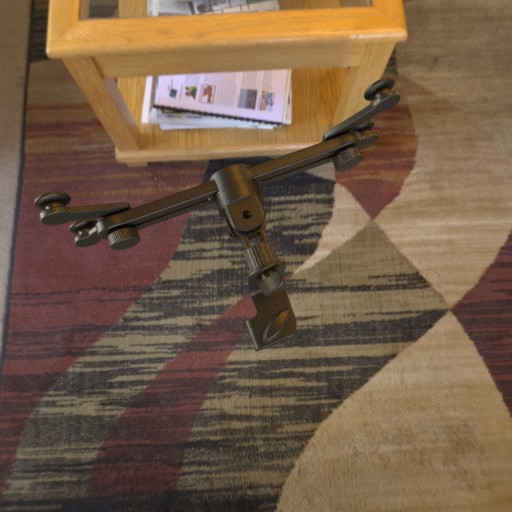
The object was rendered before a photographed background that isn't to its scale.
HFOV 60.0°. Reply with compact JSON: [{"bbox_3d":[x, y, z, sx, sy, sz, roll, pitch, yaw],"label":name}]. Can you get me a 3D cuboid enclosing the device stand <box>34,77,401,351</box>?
[{"bbox_3d":[0.000,0.000,0.369,0.270,0.166,0.142,-20,77,-5],"label":"device stand"}]
